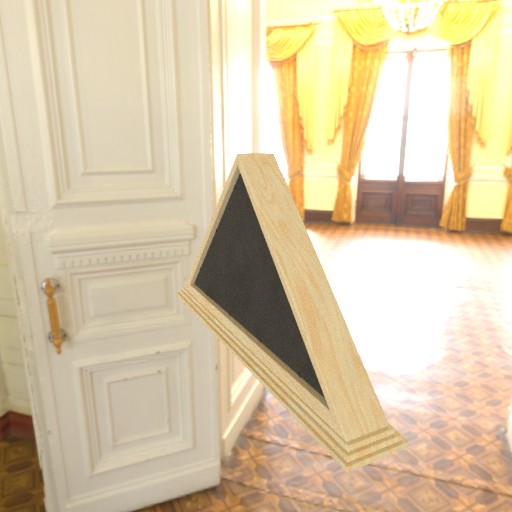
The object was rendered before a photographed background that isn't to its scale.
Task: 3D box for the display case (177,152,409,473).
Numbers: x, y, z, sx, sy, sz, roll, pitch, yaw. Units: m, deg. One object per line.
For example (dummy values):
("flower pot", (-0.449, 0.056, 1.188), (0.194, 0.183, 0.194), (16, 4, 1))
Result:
("display case", (0.000, 0.000, 0.752), (0.095, 0.340, 0.640), (-8, 17, -26))
